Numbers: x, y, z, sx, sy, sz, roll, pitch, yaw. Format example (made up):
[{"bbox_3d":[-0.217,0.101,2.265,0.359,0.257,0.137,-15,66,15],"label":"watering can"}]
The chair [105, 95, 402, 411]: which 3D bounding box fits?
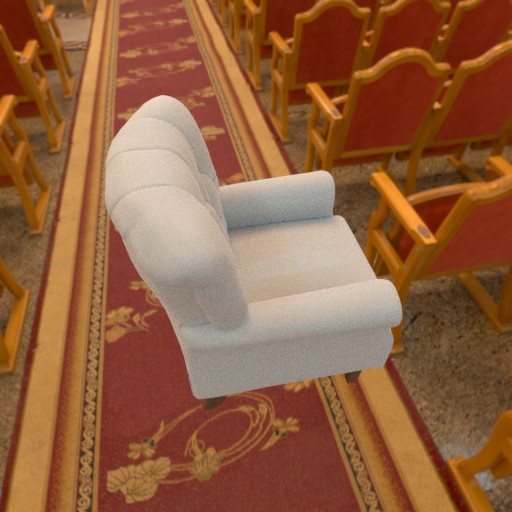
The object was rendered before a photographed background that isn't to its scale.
[{"bbox_3d":[0.000,0.000,2.057,1.128,1.217,1.090,-8,45,-8],"label":"chair"}]
